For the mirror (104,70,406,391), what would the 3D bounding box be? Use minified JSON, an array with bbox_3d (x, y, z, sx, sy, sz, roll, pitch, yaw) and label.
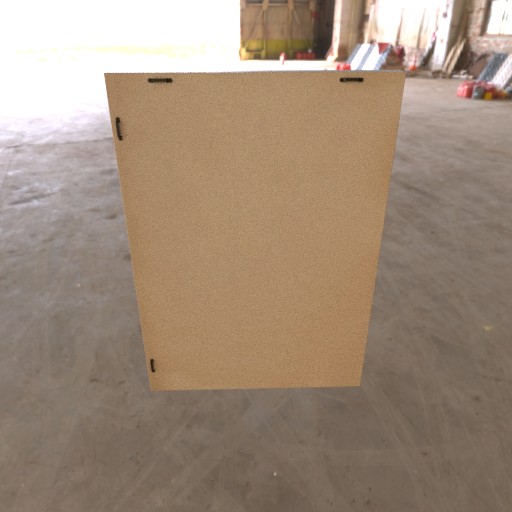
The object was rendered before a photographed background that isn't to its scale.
[{"bbox_3d":[0.000,0.000,0.920,0.507,0.710,0.039,-1,28,-2],"label":"mirror"}]
